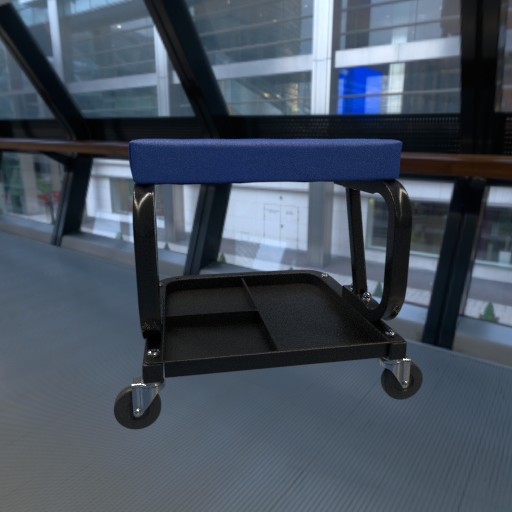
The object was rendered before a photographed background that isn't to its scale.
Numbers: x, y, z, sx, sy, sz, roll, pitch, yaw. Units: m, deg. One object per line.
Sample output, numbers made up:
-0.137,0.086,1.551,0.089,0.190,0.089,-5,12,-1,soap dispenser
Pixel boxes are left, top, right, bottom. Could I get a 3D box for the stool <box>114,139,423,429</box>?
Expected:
0.000,0.000,0.745,0.446,0.380,0.371,-3,15,-10,stool
